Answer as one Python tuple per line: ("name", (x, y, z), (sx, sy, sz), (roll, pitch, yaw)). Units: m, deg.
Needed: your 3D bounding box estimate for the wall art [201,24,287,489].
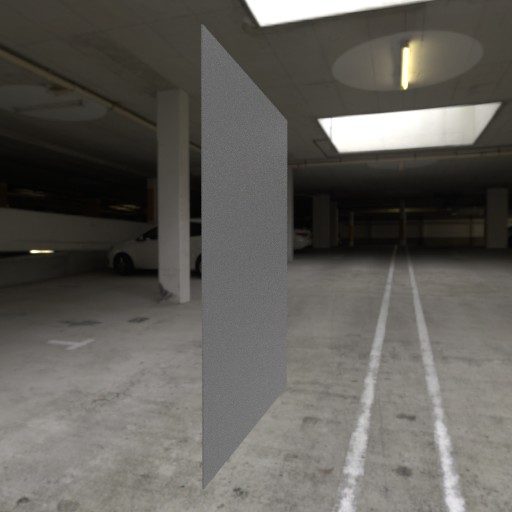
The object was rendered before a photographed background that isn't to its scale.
("wall art", (0.000, 0.000, 0.799), (0.003, 0.609, 0.457), (0, 1, 18))
